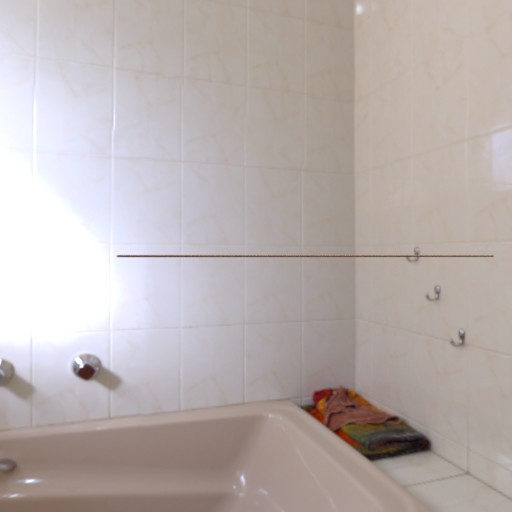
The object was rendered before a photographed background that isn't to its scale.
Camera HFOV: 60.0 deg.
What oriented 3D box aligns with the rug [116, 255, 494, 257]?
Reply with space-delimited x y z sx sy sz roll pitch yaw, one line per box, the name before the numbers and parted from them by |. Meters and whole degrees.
rug | 0.000 0.000 4.073 2.439 0.013 3.048 0 0 -17
